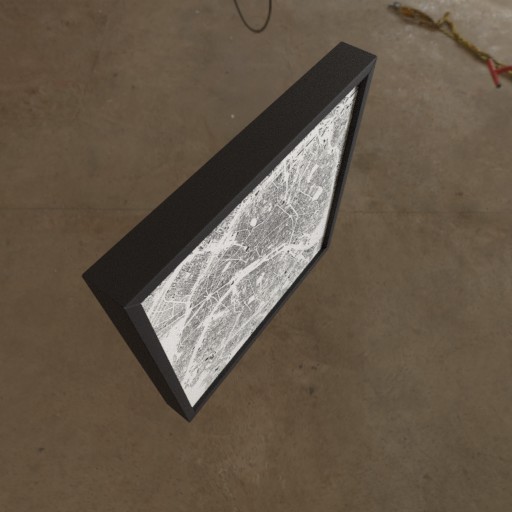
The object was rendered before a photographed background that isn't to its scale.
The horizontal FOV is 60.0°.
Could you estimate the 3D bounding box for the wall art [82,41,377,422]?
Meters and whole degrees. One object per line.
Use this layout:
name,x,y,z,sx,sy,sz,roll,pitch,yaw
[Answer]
wall art,0.000,0.000,0.456,0.037,0.305,0.305,32,63,19
